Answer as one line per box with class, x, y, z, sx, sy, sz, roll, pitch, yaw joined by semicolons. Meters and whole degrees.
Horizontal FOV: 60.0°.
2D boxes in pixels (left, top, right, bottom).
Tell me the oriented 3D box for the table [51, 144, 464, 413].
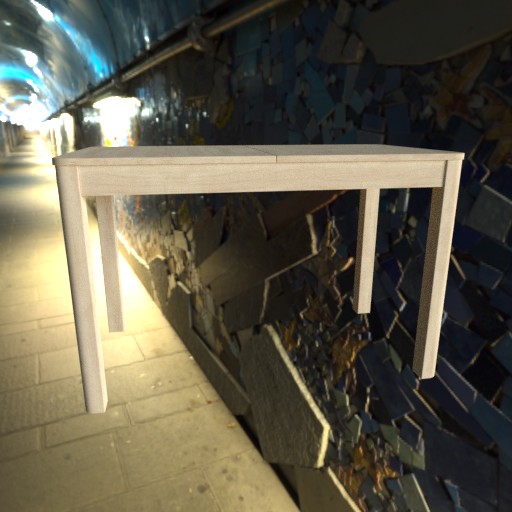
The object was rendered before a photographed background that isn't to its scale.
table;0.000;0.000;1.924;1.400;0.900;0.750;-3;17;-10
